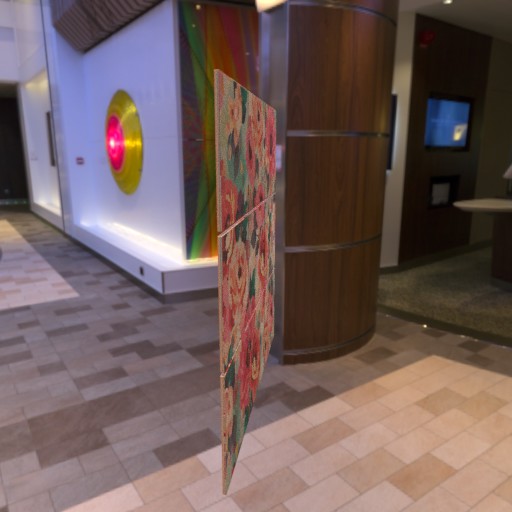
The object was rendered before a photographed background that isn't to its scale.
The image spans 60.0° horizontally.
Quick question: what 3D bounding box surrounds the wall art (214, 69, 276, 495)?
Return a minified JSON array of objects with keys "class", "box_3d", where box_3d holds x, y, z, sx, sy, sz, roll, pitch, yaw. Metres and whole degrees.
[{"class":"wall art","box_3d":[0.000,0.000,1.802,0.013,1.220,1.216,2,14,9]}]
